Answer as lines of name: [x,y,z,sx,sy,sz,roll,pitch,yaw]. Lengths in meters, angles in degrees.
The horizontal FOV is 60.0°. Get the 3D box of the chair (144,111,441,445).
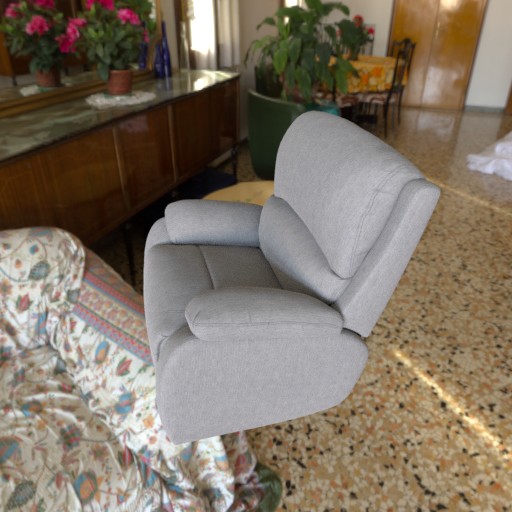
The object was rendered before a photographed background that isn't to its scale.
chair: [0.000,0.000,1.744,0.899,1.011,0.930,-8,31,-13]
